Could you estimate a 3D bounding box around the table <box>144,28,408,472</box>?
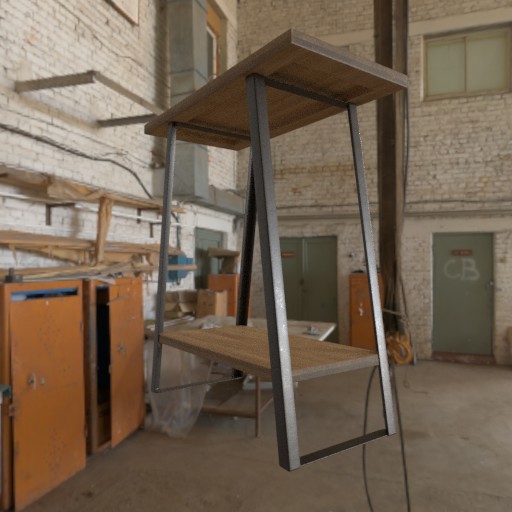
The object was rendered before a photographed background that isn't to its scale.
[{"bbox_3d":[0.000,0.000,1.015,0.300,0.701,0.599,1,-1,-36],"label":"table"}]
